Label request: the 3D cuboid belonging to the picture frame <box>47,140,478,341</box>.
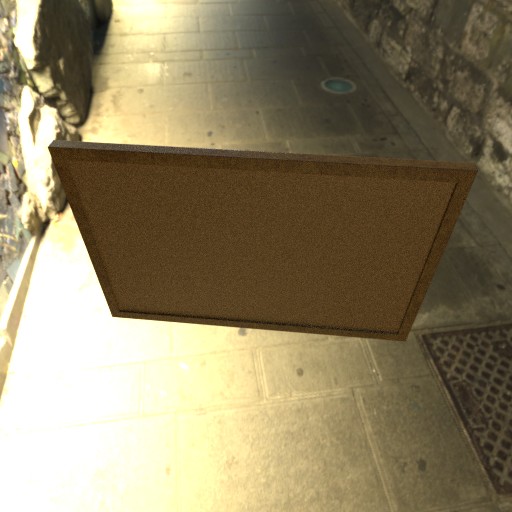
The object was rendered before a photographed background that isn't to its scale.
[{"bbox_3d":[0.000,0.000,1.176,0.922,0.621,0.029,4,45,4],"label":"picture frame"}]
